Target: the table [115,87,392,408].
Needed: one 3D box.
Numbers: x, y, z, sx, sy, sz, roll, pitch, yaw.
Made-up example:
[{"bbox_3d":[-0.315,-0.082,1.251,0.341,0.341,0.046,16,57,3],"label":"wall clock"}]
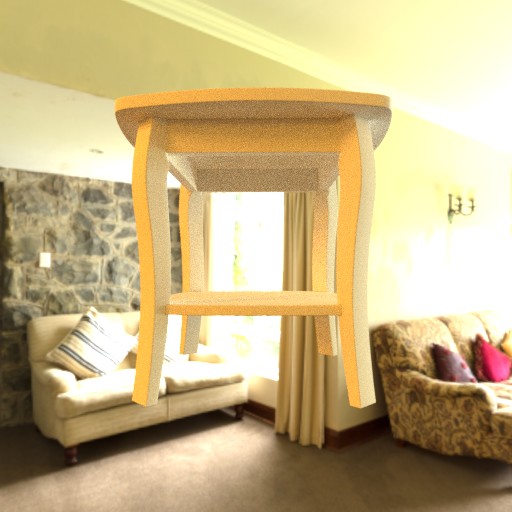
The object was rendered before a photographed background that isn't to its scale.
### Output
[{"bbox_3d":[0.000,0.000,0.834,0.451,0.438,0.502,0,-1,1],"label":"table"}]
